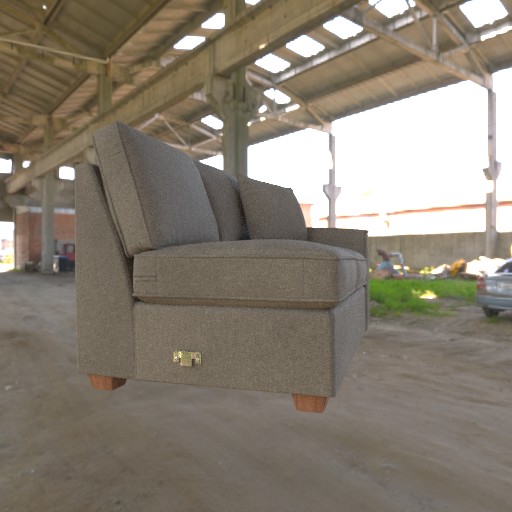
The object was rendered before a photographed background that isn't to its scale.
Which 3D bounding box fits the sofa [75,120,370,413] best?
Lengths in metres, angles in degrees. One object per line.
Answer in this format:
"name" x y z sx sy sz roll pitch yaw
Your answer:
"sofa" 0.000 0.000 2.119 0.991 0.989 1.388 0 0 18
